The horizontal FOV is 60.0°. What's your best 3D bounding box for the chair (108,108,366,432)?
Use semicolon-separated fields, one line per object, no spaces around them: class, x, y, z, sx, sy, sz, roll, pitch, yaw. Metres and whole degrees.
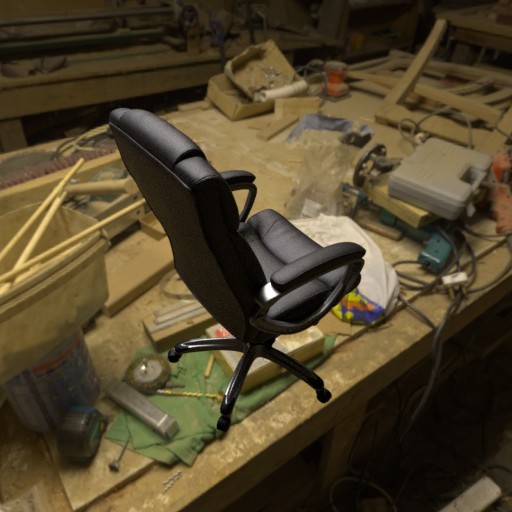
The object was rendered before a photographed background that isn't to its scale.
chair;0.000;0.000;1.590;0.719;1.130;0.721;-24;45;-27
